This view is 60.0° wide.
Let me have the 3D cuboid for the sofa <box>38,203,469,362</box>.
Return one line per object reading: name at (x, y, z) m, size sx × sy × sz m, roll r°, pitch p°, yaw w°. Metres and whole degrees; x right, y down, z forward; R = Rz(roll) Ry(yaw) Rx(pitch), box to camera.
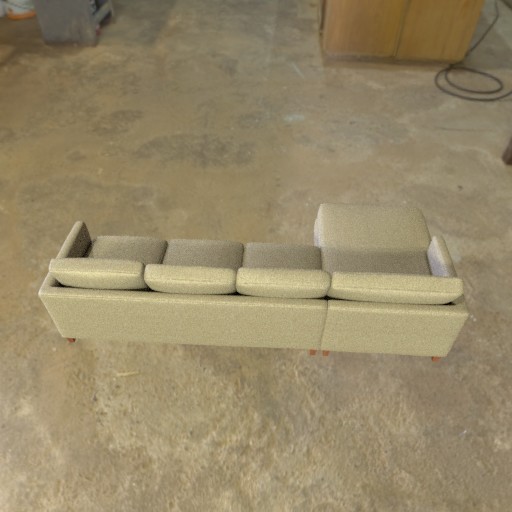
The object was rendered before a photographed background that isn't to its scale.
sofa at (0.000, 0.000, 3.907) m, size 3.201 × 0.876 × 1.502 m, roll 2°, pitch 45°, yaw 2°
